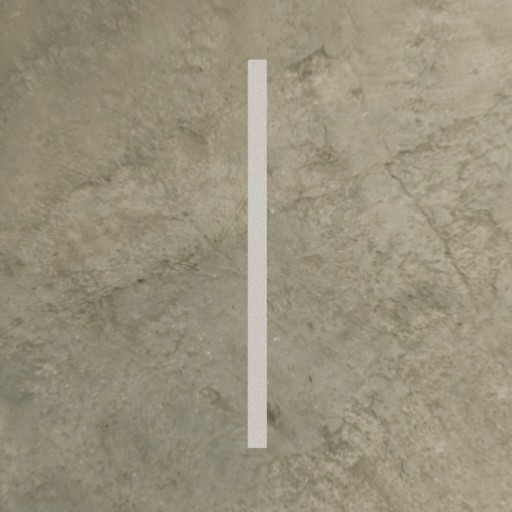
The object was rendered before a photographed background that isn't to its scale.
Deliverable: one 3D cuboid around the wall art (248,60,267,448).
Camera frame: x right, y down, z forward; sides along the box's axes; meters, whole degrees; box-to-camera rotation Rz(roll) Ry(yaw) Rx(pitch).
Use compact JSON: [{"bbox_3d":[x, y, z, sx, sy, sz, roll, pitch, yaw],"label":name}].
[{"bbox_3d":[0.000,0.000,1.443,0.038,1.143,0.764,0,89,0],"label":"wall art"}]
